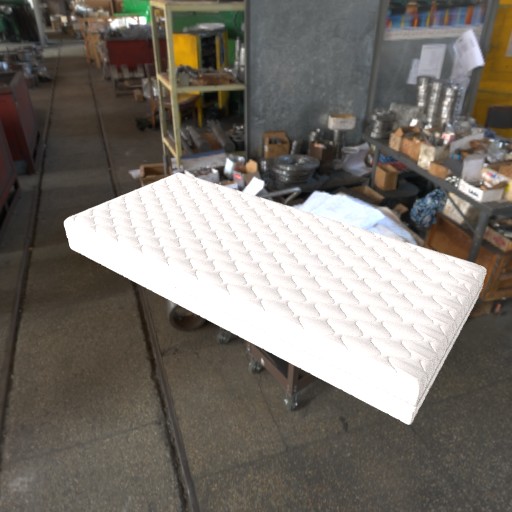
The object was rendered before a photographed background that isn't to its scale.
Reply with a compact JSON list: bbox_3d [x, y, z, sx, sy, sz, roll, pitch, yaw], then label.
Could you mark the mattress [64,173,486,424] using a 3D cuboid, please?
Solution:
[{"bbox_3d":[0.000,0.000,2.282,2.000,0.200,0.900,21,38,31],"label":"mattress"}]
